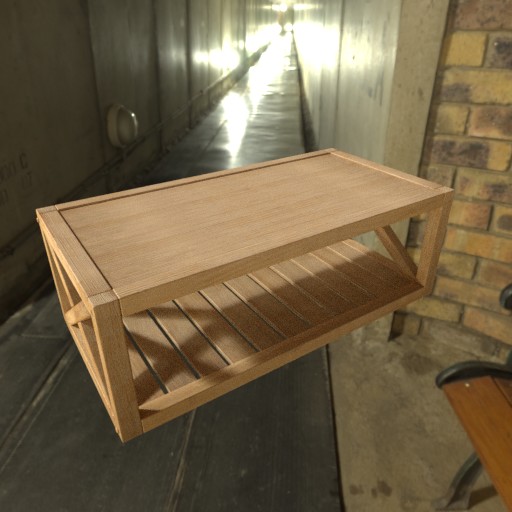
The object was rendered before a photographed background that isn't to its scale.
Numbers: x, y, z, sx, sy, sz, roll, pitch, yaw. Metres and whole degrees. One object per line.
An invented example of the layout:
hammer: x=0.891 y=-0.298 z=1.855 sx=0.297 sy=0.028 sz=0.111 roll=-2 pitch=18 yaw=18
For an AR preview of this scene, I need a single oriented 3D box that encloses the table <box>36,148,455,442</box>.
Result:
table: x=0.000 y=0.000 z=1.650 sx=1.321 sy=0.457 sz=0.660 roll=-18 pitch=34 yaw=-29
